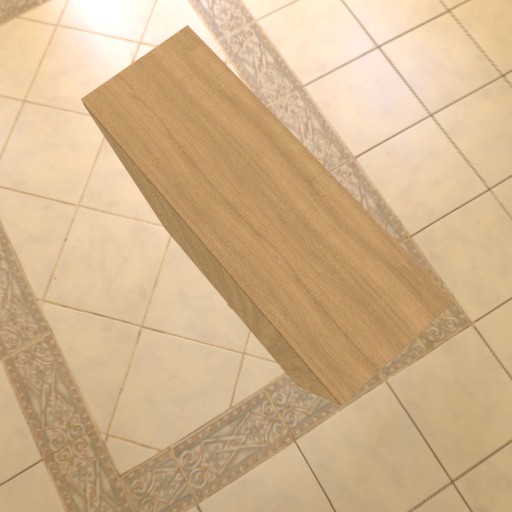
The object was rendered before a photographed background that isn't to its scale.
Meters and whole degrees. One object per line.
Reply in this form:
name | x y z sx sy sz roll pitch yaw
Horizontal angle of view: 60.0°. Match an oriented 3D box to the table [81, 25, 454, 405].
table | 0.000 0.000 1.887 0.398 1.388 1.111 -40 79 -9
